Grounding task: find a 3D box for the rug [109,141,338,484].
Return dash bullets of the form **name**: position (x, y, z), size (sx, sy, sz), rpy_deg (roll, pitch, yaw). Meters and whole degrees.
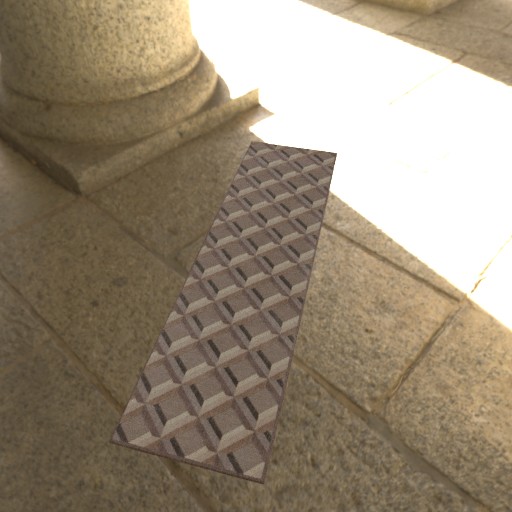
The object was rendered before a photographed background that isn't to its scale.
- **rug**: position (0.000, 0.000, 2.646), size (0.685, 0.013, 2.437), rpy_deg (10, 47, 10)
